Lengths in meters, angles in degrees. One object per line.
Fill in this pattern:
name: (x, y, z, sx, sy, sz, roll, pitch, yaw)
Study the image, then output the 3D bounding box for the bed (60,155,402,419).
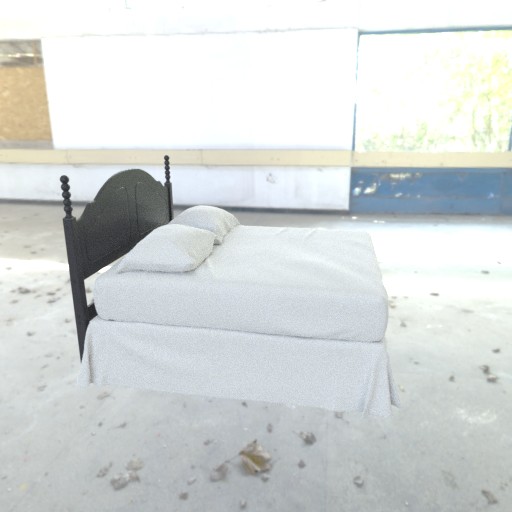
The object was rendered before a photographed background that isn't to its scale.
bed: (0.000, 0.000, 3.355, 2.040, 1.356, 1.873, 3, 17, 10)
